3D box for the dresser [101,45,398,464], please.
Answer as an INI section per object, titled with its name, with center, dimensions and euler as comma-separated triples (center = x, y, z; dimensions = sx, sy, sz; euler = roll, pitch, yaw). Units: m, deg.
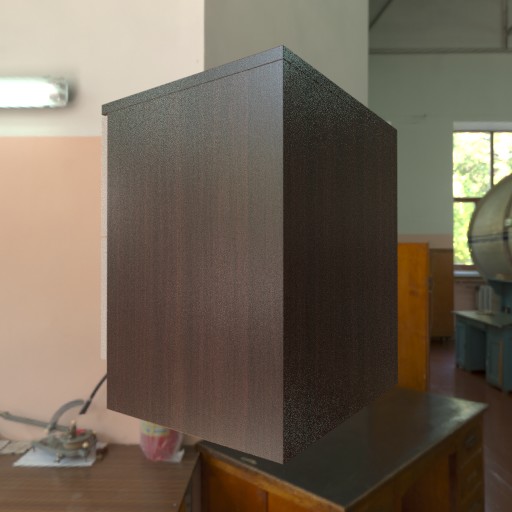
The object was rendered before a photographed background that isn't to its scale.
[dresser]
center = 0.000, 0.000, 0.763
dimensions = 0.360, 0.470, 0.400
euler = 0, -1, 35
